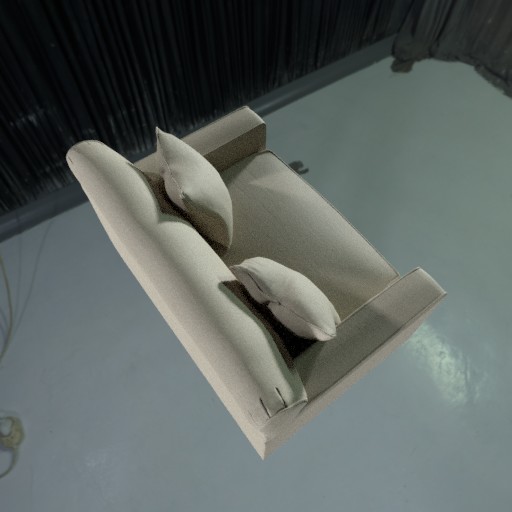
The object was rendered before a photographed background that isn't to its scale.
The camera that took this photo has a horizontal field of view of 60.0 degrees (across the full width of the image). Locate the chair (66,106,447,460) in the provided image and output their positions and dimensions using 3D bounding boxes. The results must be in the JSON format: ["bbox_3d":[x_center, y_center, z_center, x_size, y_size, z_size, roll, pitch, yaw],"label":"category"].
[{"bbox_3d":[0.000,0.000,2.065,1.000,0.948,1.383,-33,65,-18],"label":"chair"}]
